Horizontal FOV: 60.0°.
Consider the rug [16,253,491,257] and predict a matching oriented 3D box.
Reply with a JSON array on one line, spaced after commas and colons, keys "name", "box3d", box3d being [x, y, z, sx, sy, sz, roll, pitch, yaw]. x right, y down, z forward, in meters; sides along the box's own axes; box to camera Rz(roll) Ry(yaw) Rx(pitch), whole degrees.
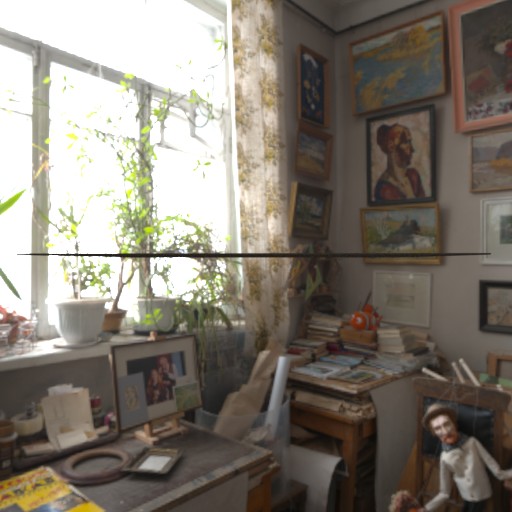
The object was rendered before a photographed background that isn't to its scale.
[{"name": "rug", "box3d": [0.000, 0.000, 2.873, 2.235, 0.008, 1.600, 0, -1, 3]}]
